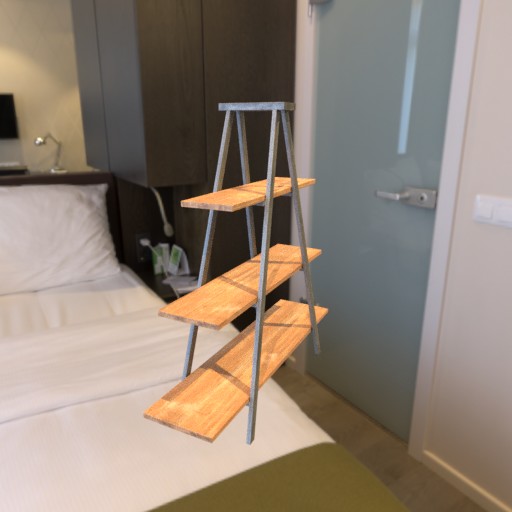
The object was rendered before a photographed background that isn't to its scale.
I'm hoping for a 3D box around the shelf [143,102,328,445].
[{"bbox_3d":[0.000,0.000,2.769,0.508,1.808,1.746,8,19,26],"label":"shelf"}]
